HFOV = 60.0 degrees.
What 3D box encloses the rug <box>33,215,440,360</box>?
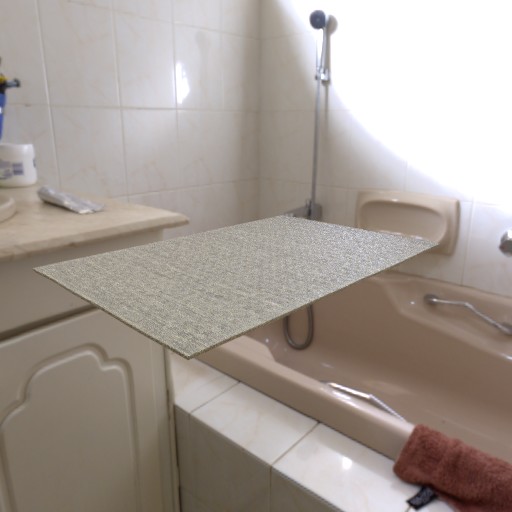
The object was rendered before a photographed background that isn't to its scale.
[{"bbox_3d":[0.000,0.000,2.948,1.532,0.018,2.297,15,22,42],"label":"rug"}]
